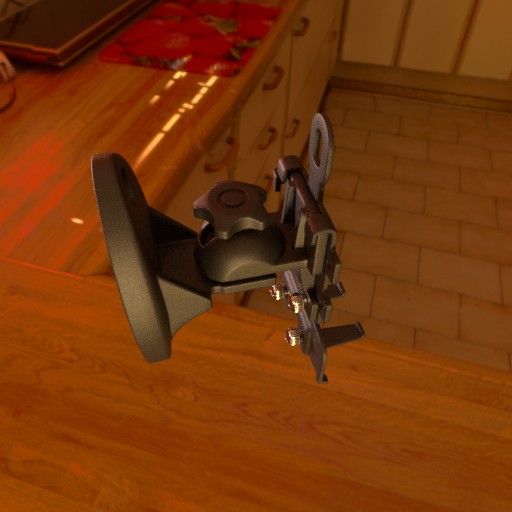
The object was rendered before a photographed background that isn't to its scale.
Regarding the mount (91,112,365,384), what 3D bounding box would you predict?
[{"bbox_3d":[0.000,0.000,0.178,0.100,0.118,0.066,-10,48,-9],"label":"mount"}]
